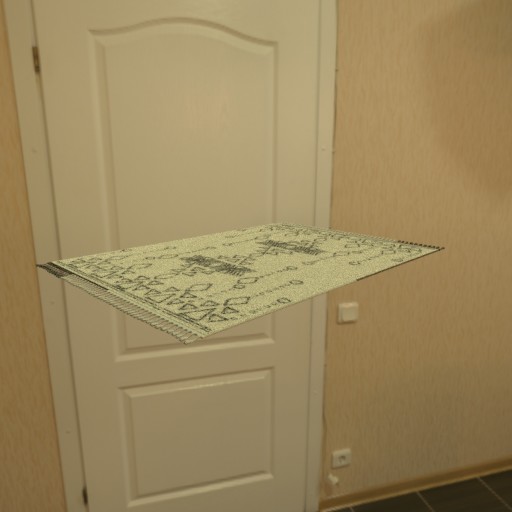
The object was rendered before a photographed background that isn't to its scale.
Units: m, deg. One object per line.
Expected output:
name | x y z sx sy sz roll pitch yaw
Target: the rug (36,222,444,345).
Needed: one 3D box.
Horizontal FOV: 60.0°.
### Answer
rug | 0.000 0.000 3.009 2.312 0.013 1.600 -13 19 -43
